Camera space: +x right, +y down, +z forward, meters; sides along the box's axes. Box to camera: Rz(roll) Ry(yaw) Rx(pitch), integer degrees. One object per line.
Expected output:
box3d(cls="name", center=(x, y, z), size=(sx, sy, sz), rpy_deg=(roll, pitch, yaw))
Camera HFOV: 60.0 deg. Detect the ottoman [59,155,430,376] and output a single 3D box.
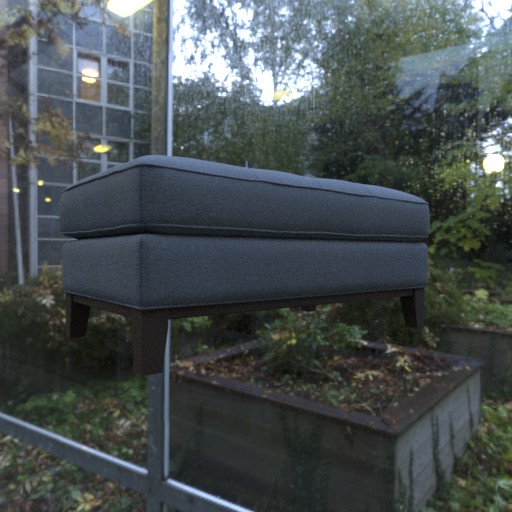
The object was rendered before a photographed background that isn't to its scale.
box3d(cls="ottoman", center=(0.000, 0.000, 1.518), size=(1.143, 0.514, 0.648), rpy_deg=(0, 0, -38))
